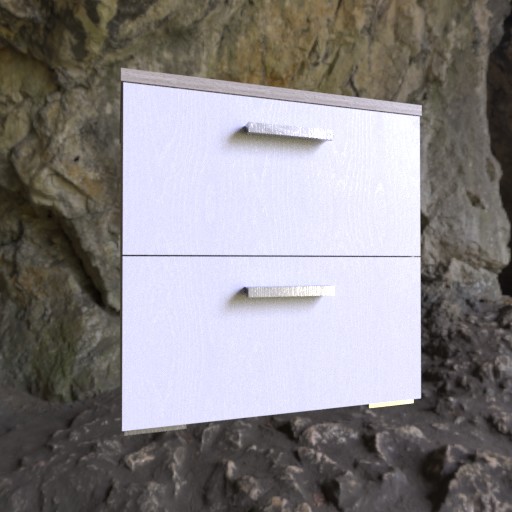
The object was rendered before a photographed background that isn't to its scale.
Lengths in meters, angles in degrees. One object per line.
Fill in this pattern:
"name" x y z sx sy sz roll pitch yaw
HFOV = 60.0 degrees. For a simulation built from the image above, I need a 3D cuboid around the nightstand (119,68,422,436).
"nightstand" 0.000 0.000 0.751 0.442 0.461 0.325 0 -1 -17
